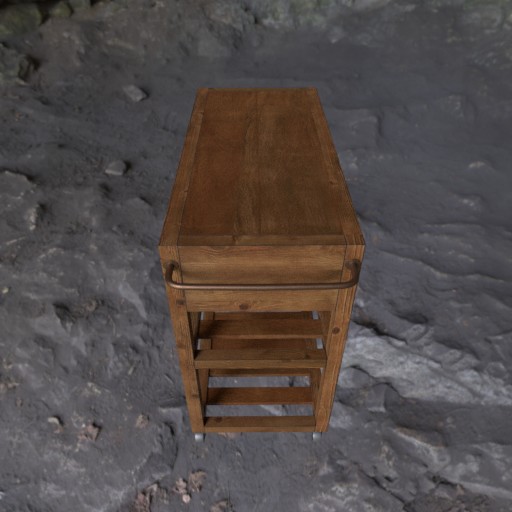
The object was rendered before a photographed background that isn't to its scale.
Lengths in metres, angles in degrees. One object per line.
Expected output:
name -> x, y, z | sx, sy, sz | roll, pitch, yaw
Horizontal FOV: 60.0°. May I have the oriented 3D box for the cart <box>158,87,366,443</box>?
cart -> 0.000, 0.000, 1.530 | 0.445, 0.830, 1.065 | 0, 40, 0
